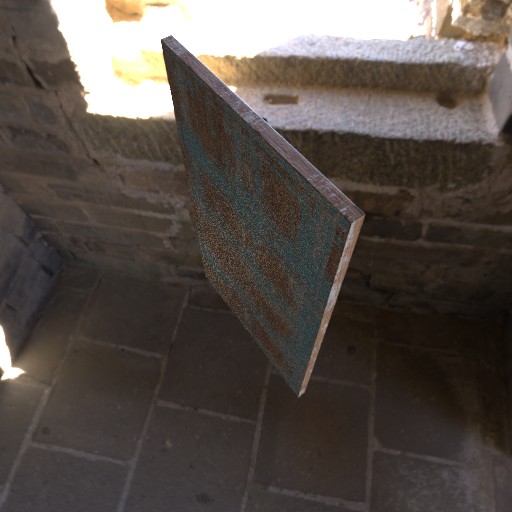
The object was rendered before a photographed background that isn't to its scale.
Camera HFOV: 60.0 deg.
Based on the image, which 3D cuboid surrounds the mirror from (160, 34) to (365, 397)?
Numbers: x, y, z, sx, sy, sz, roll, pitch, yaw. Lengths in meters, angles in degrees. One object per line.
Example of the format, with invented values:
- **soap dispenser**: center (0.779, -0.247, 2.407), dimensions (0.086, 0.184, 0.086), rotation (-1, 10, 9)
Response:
- **mirror**: center (0.000, 0.000, 1.486), dimensions (0.083, 1.213, 0.707), rotation (-32, 63, -18)
